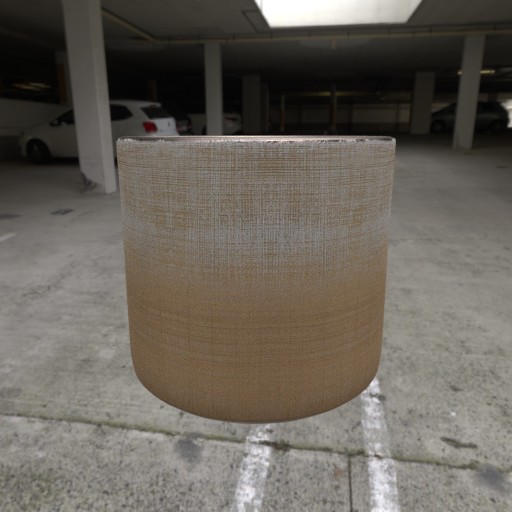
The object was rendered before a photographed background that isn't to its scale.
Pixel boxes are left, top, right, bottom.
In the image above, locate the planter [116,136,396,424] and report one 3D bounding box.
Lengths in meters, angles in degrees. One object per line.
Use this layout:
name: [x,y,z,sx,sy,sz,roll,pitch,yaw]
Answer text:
planter: [0.000,0.000,0.385,0.221,0.201,0.221,0,15,0]
